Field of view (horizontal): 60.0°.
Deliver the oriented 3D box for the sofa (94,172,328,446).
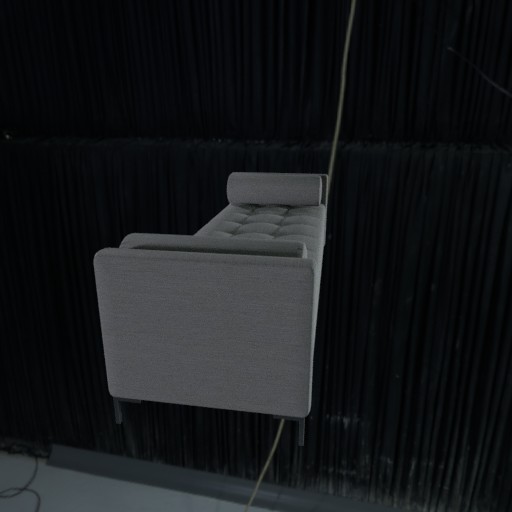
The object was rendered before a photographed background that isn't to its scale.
[{"bbox_3d":[0.000,0.000,2.317,0.686,0.635,1.981,3,18,9],"label":"sofa"}]
